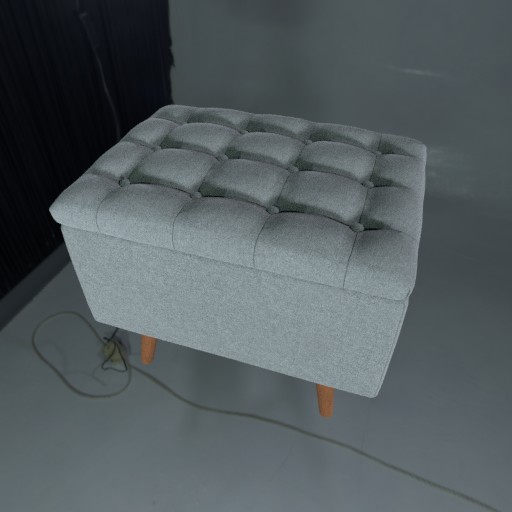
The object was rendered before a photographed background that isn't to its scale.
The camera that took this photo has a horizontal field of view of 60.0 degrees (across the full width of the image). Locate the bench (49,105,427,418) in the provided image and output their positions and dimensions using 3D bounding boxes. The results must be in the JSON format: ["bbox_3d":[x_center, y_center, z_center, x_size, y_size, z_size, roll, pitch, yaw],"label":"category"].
[{"bbox_3d":[0.000,0.000,0.913,0.572,0.469,0.417,12,43,14],"label":"bench"}]
